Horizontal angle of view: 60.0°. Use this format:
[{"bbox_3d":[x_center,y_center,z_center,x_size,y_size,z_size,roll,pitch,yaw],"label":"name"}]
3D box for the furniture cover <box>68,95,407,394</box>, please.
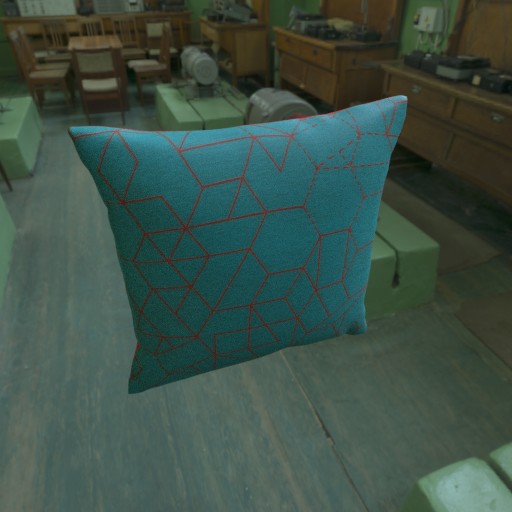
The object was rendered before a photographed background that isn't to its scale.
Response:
[{"bbox_3d":[0.000,0.000,0.778,0.517,0.508,0.158,-11,35,-17],"label":"furniture cover"}]
